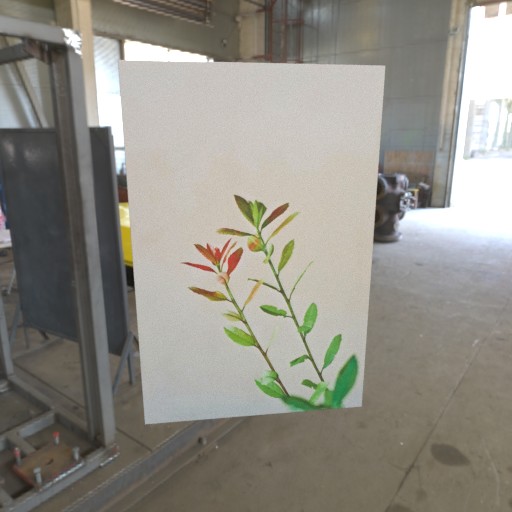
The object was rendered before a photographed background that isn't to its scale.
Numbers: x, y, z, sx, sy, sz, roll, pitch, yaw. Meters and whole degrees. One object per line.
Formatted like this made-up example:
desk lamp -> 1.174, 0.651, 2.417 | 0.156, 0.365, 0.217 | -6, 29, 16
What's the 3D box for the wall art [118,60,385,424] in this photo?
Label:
wall art -> 0.000, 0.000, 1.421 | 0.764, 1.143, 0.038 | -2, 15, -7
